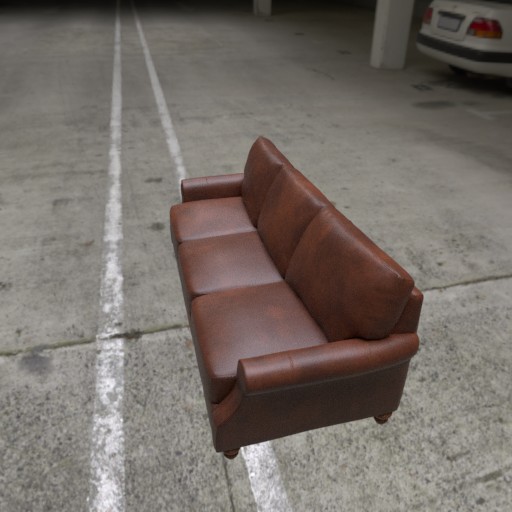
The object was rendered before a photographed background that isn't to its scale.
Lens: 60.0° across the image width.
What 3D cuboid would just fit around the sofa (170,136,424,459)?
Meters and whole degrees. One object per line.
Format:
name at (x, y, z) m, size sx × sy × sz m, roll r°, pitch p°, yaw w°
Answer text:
sofa at (0.000, 0.000, 2.864) m, size 0.973 × 0.977 × 2.351 m, roll -7°, pitch 31°, yaw -13°
